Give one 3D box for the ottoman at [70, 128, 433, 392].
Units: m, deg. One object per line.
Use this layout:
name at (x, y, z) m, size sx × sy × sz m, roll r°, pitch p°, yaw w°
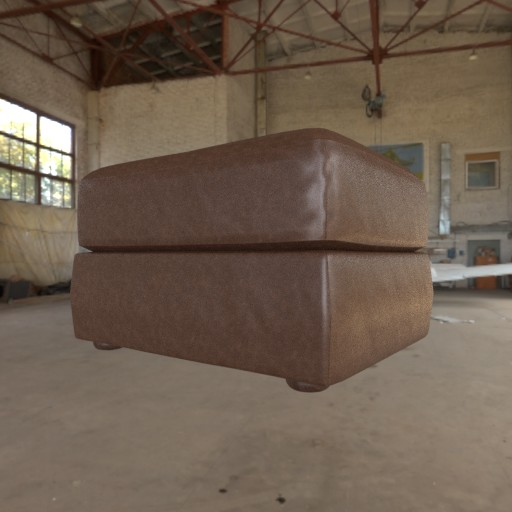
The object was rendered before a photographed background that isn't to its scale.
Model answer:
ottoman at (0.000, 0.000, 1.138) m, size 0.751 × 0.476 × 0.603 m, roll 0°, pitch 0°, yaw 36°
